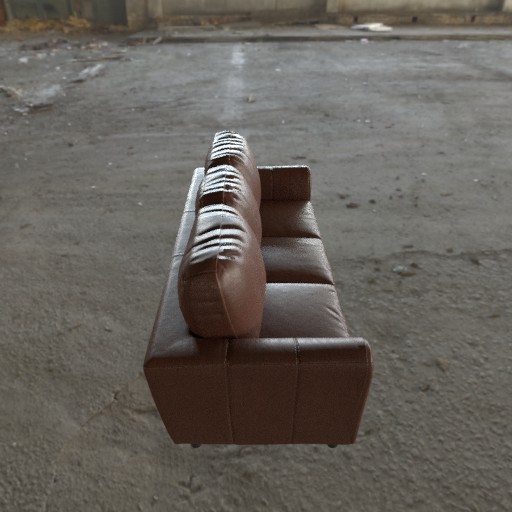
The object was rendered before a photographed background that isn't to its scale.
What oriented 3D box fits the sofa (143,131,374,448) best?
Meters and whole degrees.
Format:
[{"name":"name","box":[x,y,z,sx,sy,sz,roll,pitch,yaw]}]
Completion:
[{"name":"sofa","box":[0.000,0.000,2.342,0.802,0.915,1.862,-1,32,-1]}]
